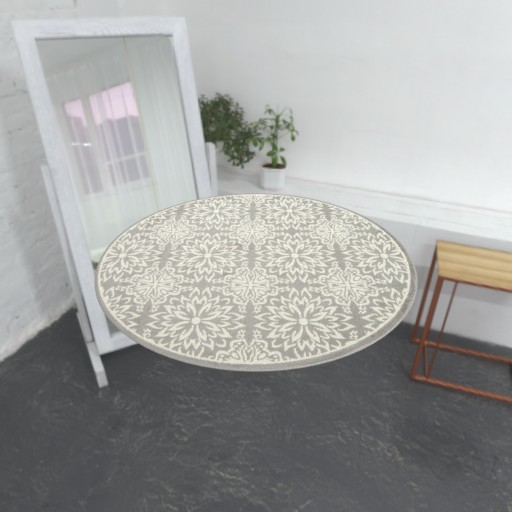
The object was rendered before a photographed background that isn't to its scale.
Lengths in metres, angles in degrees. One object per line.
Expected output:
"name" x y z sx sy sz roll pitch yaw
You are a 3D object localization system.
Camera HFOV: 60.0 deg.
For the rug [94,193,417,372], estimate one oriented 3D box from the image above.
"rug" 0.000 0.000 2.288 1.593 0.012 1.593 0 32 0
